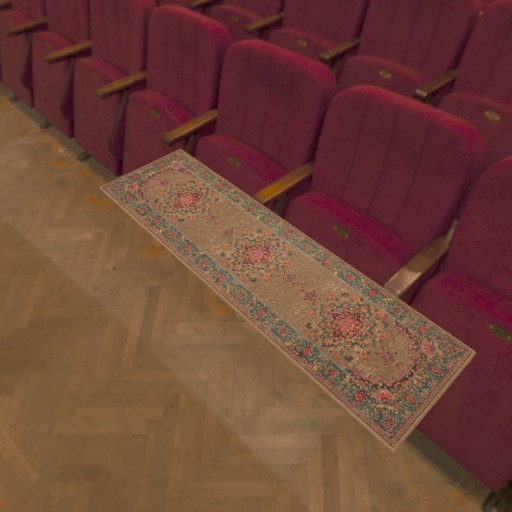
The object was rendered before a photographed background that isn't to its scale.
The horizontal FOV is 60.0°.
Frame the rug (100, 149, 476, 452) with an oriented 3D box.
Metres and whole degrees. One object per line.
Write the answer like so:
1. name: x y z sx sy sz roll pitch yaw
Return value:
1. rug: 0.000 0.000 2.473 0.659 0.019 2.297 -34 55 -28
